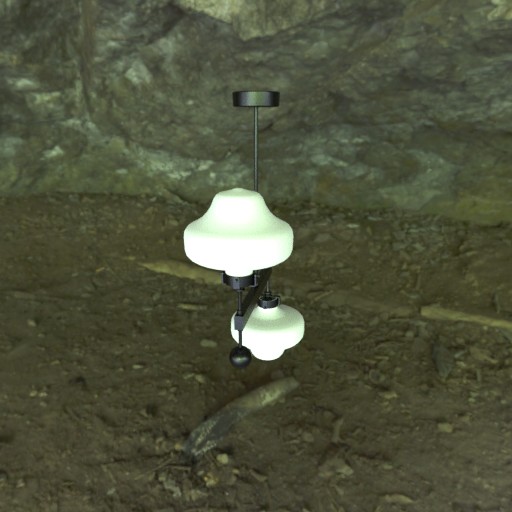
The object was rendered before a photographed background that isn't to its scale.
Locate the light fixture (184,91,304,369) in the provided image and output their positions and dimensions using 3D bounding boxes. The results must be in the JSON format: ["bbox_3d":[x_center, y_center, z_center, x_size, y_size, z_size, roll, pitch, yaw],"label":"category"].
[{"bbox_3d":[0.000,0.000,1.070,0.422,0.743,0.489,-8,19,-24],"label":"light fixture"}]
